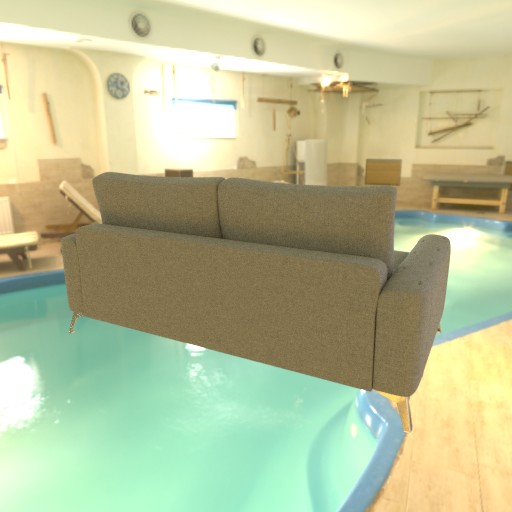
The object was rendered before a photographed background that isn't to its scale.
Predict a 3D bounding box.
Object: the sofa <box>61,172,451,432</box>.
[{"bbox_3d":[0.000,0.000,2.111,1.650,0.790,0.920,8,17,27],"label":"sofa"}]
